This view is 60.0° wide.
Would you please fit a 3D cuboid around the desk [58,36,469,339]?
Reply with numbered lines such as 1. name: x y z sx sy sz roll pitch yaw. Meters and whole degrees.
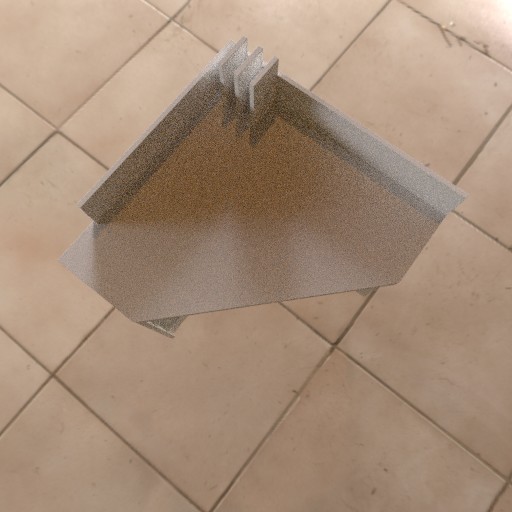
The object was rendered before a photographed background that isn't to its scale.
1. desk: 0.000 0.000 1.745 0.940 0.986 0.940 37 78 9
